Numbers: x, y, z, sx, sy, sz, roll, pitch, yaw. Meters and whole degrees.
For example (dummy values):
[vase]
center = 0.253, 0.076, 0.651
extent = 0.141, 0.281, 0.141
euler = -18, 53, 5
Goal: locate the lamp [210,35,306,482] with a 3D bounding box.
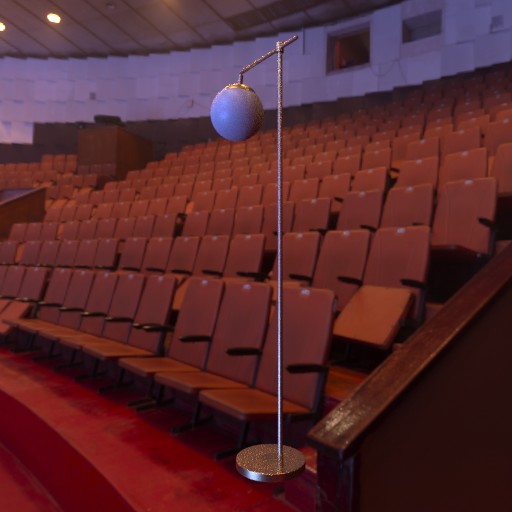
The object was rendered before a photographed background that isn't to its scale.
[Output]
[lamp]
center = 0.000, 0.000, 1.677
extent = 0.249, 1.505, 0.476
euler = 1, -2, -36
